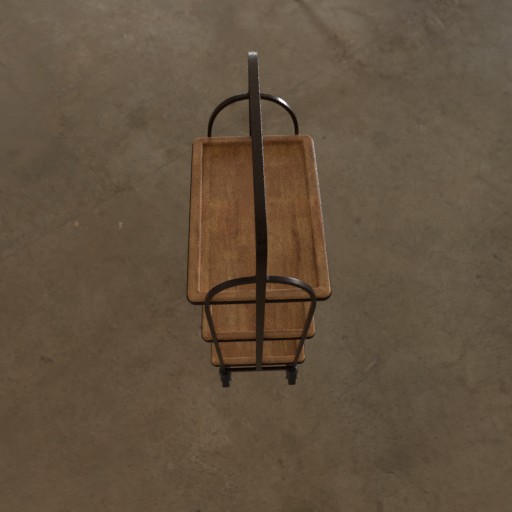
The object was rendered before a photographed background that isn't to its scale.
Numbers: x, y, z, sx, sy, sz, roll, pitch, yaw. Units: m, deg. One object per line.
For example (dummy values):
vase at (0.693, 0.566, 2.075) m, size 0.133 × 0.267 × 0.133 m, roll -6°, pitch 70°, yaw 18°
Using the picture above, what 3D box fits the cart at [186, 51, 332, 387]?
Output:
cart at (0.000, 0.000, 1.275) m, size 0.327 × 1.001 × 0.553 m, roll -2°, pitch 63°, yaw -1°
